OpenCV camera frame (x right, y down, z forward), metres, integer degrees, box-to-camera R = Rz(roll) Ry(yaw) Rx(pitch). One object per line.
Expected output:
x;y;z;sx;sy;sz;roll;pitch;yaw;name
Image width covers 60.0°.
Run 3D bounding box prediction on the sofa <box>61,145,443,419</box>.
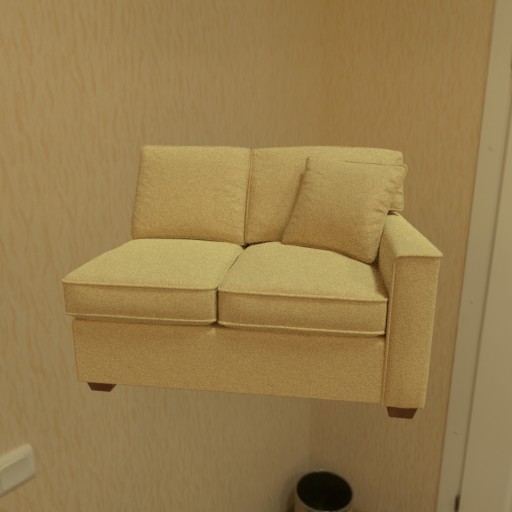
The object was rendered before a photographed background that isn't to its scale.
0.000;0.000;2.036;1.388;0.989;0.991;2;14;8;sofa
